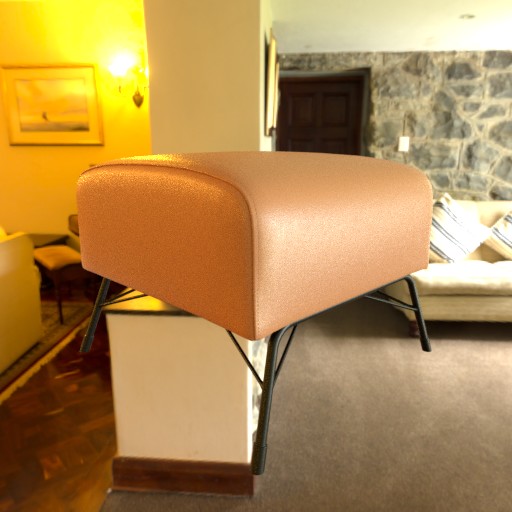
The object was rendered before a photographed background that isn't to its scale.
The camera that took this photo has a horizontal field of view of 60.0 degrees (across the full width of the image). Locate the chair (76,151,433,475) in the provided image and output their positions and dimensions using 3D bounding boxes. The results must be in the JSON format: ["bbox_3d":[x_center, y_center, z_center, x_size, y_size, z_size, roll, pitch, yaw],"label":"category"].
[{"bbox_3d":[0.000,0.000,0.889,0.530,0.410,0.530,13,18,43],"label":"chair"}]
